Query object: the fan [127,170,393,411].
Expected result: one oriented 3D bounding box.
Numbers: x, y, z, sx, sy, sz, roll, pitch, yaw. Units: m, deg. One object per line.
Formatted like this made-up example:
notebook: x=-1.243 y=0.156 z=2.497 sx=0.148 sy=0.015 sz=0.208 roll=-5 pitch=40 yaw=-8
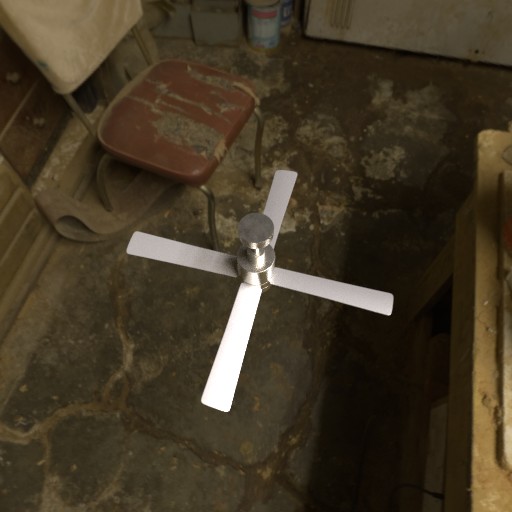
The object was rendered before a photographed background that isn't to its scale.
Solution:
fan: x=0.000 y=0.000 z=2.332 sx=1.525 sy=0.539 sz=1.525 roll=14 pitch=61 yaw=8
